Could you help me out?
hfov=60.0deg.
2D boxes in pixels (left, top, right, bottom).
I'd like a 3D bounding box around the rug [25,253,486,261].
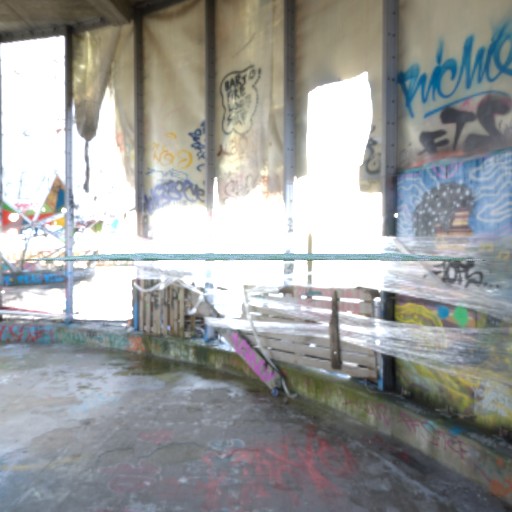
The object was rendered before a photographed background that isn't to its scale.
[{"bbox_3d":[0.000,0.000,2.361,1.826,0.006,1.220,0,2,0],"label":"rug"}]
